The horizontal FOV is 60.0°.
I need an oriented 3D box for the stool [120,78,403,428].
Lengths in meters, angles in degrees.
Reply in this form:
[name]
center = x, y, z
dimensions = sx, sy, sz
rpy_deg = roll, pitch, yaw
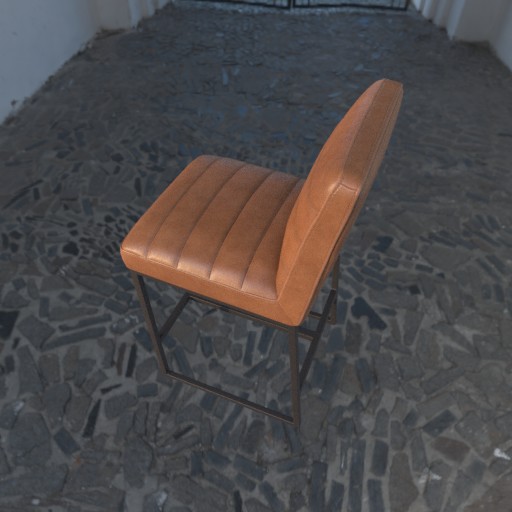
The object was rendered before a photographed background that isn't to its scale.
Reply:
[stool]
center = 0.000, 0.000, 1.242
dimensions = 0.556, 0.940, 0.458
rpy_deg = 16, 48, 15
